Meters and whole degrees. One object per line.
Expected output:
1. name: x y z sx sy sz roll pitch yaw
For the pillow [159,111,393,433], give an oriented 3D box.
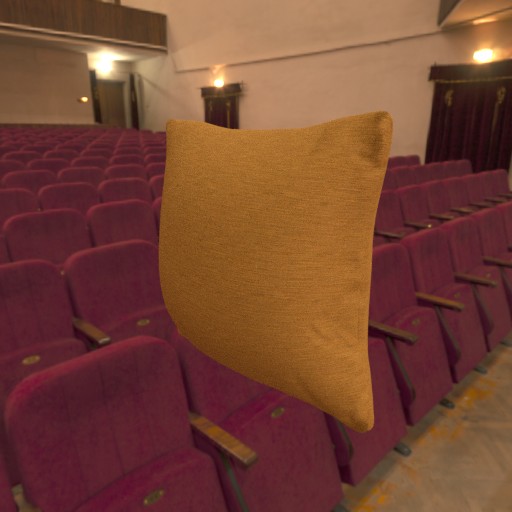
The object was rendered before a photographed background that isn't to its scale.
1. pillow: 0.000 0.000 0.689 0.247 0.417 0.435 -15 22 -43
